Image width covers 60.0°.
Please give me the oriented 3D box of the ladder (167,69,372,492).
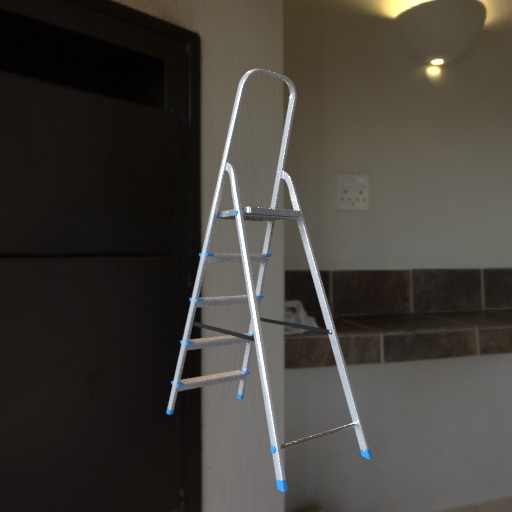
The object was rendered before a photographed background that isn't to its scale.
[{"bbox_3d":[0.000,0.000,2.079,0.468,1.648,0.990,0,-1,-35],"label":"ladder"}]
